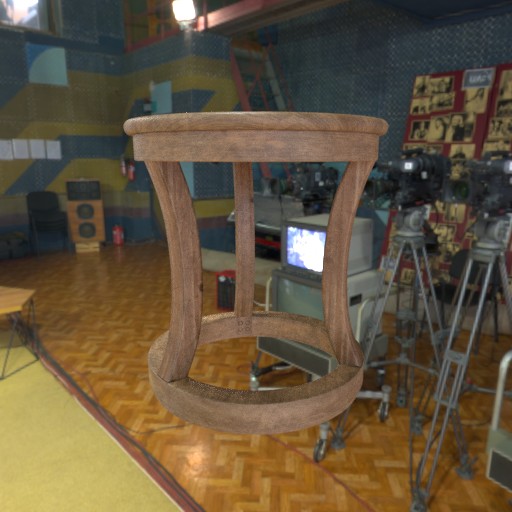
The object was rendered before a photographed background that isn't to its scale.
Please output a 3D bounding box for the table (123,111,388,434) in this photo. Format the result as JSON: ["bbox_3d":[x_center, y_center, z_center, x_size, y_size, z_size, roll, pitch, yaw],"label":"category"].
[{"bbox_3d":[0.000,0.000,0.801,0.432,0.460,0.432,0,13,0],"label":"table"}]
